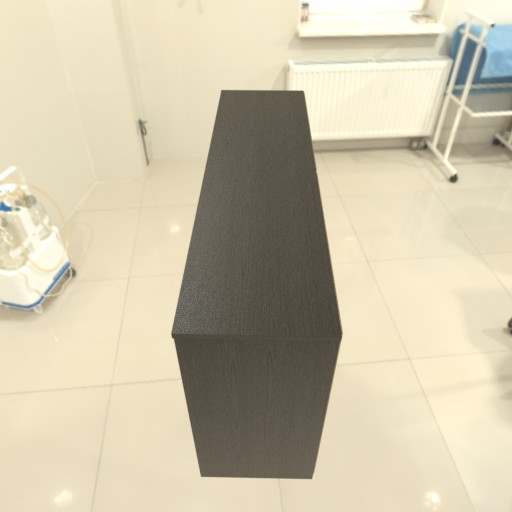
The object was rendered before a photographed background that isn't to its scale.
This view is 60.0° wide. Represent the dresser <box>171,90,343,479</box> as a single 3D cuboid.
[{"bbox_3d":[0.000,0.000,1.701,0.401,0.755,1.360,1,42,1],"label":"dresser"}]
